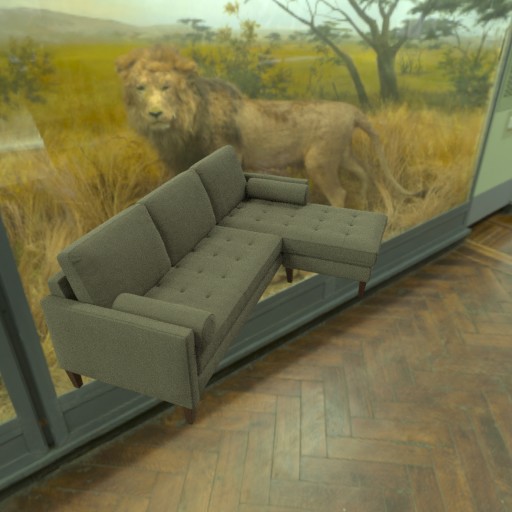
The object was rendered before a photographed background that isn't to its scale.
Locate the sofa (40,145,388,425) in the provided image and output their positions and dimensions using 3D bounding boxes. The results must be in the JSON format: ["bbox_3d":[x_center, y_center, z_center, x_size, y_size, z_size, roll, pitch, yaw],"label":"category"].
[{"bbox_3d":[0.000,0.000,2.934,1.506,0.875,2.178,10,31,18],"label":"sofa"}]
